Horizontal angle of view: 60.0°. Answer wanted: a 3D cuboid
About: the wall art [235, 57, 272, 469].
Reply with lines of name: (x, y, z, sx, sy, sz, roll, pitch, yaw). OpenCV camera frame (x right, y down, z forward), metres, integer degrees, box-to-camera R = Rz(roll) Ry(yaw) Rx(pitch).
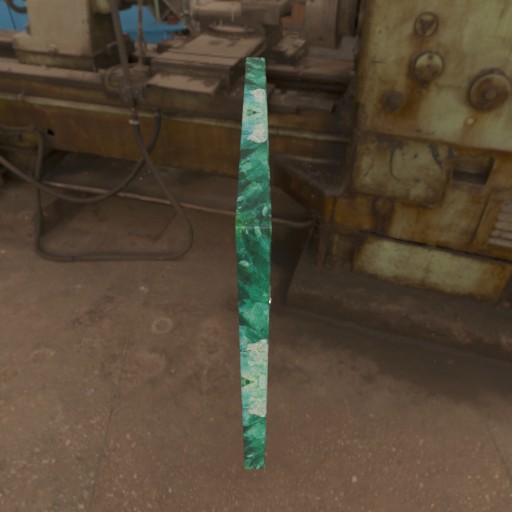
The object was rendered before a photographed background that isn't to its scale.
wall art: (0.000, 0.000, 0.768, 0.038, 0.508, 0.507, 0, 41, 0)
